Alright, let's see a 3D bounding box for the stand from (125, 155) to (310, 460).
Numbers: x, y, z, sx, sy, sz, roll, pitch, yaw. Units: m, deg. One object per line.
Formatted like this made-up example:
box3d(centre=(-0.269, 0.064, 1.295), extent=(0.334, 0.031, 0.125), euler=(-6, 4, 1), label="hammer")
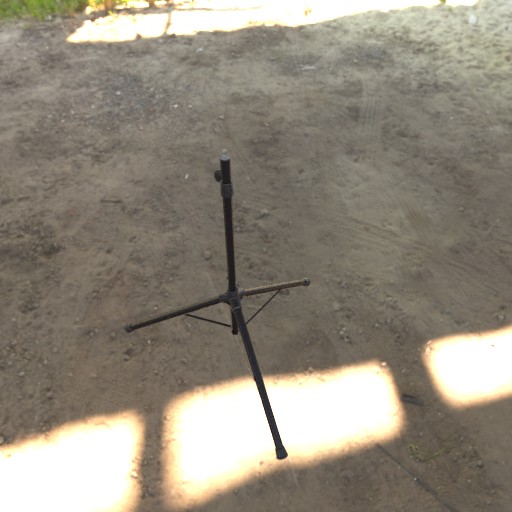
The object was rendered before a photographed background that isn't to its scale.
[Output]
box3d(centre=(0.000, 0.000, 1.907), extent=(1.045, 1.136, 0.907), euler=(32, 54, 28), label="stand")
